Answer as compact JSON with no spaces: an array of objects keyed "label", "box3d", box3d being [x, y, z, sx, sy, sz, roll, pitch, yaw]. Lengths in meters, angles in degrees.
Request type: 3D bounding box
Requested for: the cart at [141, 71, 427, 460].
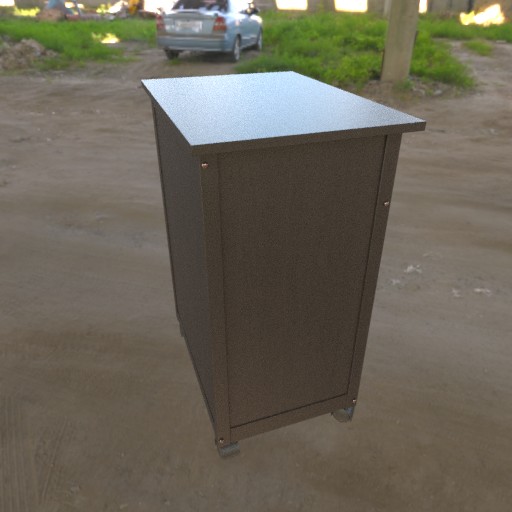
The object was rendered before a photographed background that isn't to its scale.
[{"label":"cart","box3d":[0.000,0.000,1.268,0.456,0.879,0.660,-10,33,-17]}]
